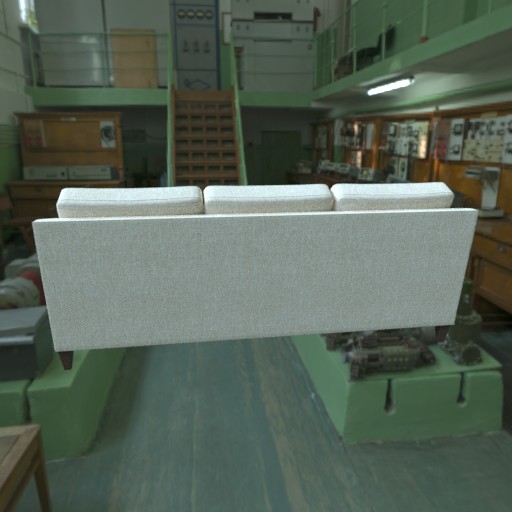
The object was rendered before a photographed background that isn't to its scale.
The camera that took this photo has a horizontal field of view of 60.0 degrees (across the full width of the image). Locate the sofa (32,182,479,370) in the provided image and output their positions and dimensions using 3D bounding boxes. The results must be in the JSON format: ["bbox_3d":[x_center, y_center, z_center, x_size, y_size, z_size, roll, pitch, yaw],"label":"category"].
[{"bbox_3d":[0.000,0.000,2.738,2.210,0.940,1.041,-2,15,-9],"label":"sofa"}]
